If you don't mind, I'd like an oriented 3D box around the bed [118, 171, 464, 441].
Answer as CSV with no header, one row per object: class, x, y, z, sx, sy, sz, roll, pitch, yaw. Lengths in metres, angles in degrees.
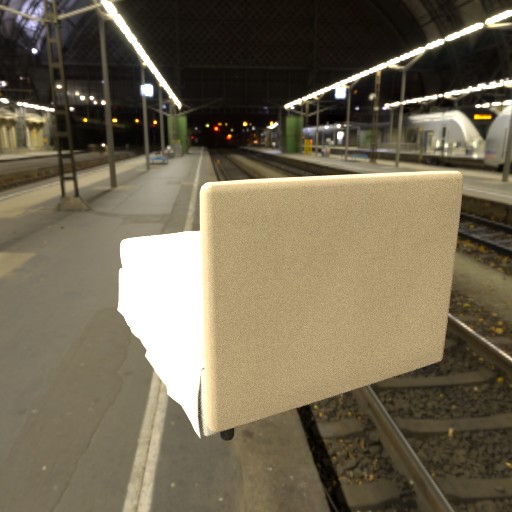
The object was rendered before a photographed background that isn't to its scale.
bed,0.000,0.000,3.310,1.723,1.330,2.142,-8,16,-27
